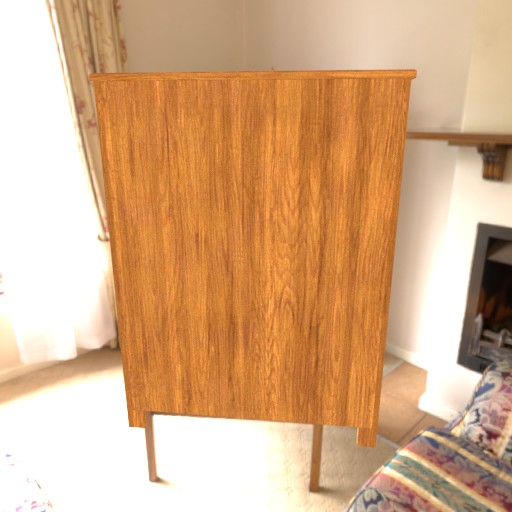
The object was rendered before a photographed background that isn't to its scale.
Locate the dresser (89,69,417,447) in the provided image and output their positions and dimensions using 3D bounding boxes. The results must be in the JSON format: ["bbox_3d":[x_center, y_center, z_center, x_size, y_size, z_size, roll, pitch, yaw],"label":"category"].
[{"bbox_3d":[0.000,0.000,1.918,1.081,1.431,0.558,2,17,7],"label":"dresser"}]
